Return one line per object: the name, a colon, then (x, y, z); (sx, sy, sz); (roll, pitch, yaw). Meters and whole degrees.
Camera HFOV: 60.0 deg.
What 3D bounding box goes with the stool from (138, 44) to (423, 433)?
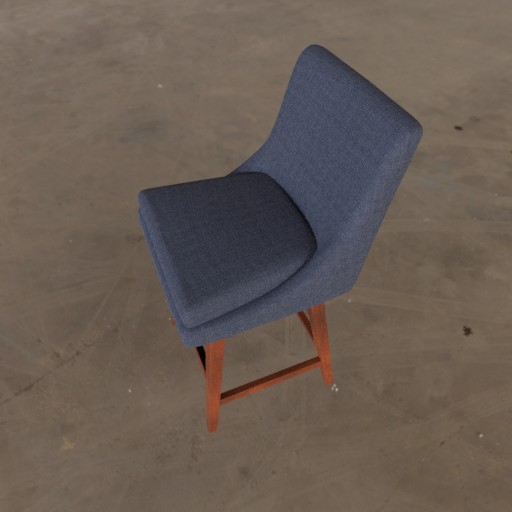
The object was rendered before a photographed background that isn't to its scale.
stool: (0.000, 0.000, 1.185); (0.524, 0.895, 0.467); (-17, 49, -15)
